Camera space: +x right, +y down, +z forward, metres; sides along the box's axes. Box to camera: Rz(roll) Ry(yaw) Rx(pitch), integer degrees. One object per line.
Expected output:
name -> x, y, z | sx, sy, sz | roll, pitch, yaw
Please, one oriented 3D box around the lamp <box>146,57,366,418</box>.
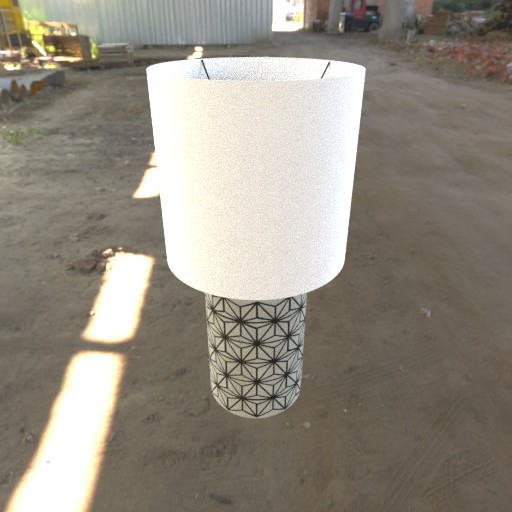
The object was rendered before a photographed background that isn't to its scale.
lamp -> 0.000, 0.000, 0.526 | 0.206, 0.416, 0.206 | -20, 35, -33
